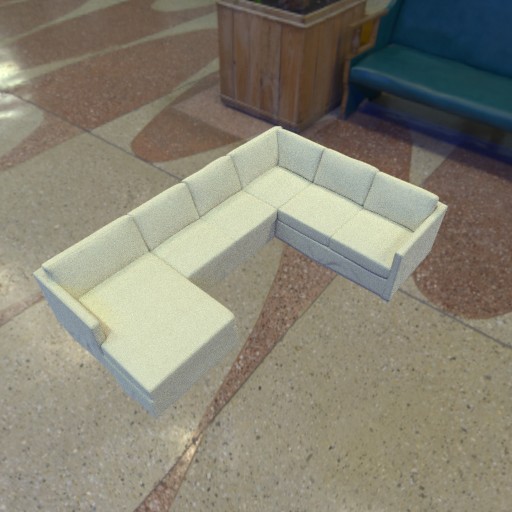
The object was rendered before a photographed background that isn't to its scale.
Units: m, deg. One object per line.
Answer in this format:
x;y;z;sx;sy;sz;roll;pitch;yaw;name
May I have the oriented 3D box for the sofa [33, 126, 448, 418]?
0.000;0.000;4.532;2.448;0.882;3.464;31;53;27;sofa
